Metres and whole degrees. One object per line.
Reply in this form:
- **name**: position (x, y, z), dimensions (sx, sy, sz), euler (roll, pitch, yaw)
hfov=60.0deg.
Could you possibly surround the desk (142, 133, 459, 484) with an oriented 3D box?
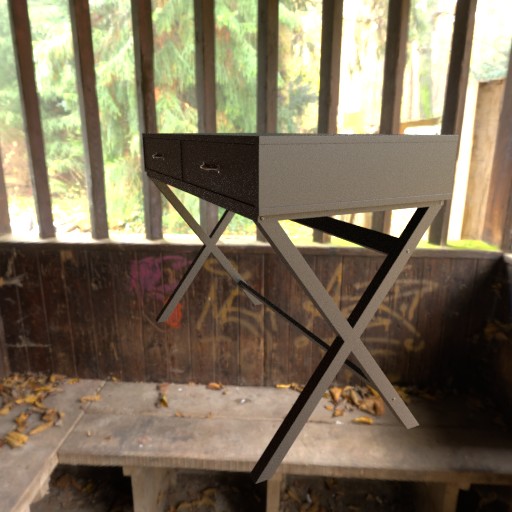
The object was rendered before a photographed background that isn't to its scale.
- **desk**: position (0.000, 0.000, 1.468), dimensions (0.525, 0.780, 1.057), euler (-7, 17, -24)
